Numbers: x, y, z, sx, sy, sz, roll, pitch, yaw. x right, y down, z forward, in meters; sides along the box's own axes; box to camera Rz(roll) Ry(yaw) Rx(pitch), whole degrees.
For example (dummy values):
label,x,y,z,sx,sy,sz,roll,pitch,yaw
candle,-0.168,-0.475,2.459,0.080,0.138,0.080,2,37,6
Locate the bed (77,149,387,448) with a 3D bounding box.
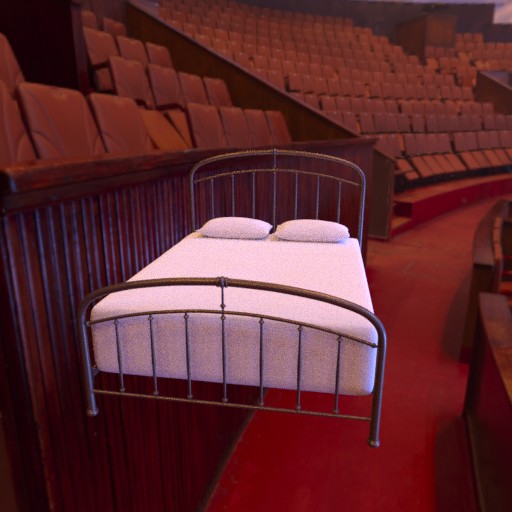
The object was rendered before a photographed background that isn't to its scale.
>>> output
label,x,y,z,sx,sy,sz,roll,pitch,yaw
bed,0.000,0.000,3.332,1.711,1.475,2.168,3,16,9
